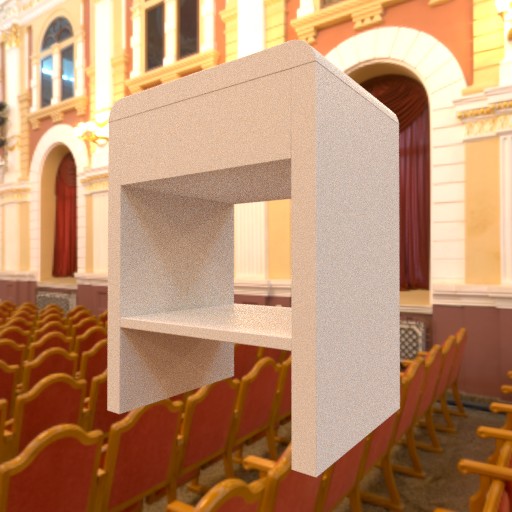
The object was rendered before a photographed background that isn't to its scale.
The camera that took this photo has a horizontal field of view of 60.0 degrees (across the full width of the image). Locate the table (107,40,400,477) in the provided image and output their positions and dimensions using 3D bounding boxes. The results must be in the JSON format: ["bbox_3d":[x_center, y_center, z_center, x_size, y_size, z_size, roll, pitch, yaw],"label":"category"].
[{"bbox_3d":[0.000,0.000,0.860,0.450,0.590,0.350,0,-1,36],"label":"table"}]
